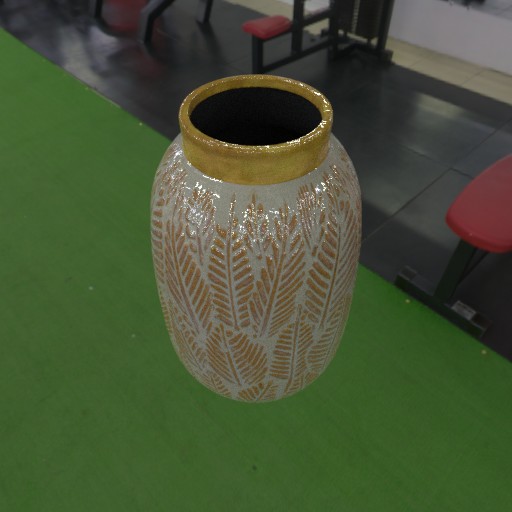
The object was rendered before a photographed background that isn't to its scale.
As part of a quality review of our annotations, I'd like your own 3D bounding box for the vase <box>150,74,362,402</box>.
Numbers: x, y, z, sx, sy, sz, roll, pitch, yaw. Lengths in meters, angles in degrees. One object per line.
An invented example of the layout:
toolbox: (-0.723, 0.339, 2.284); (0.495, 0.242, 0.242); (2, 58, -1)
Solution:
vase: (0.000, 0.000, 0.375); (0.172, 0.270, 0.172); (0, 47, 0)
